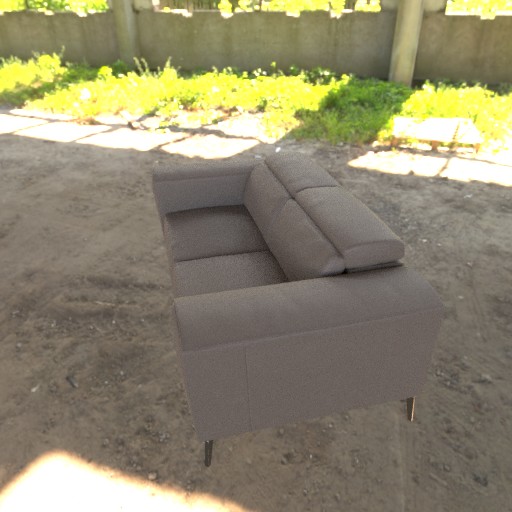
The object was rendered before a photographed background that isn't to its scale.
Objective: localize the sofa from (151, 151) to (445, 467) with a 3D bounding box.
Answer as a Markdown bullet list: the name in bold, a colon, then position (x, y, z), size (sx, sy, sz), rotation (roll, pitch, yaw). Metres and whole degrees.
- **sofa**: position (0.000, 0.000, 2.430), size (1.003, 0.779, 1.895), rotation (-7, 31, -12)
